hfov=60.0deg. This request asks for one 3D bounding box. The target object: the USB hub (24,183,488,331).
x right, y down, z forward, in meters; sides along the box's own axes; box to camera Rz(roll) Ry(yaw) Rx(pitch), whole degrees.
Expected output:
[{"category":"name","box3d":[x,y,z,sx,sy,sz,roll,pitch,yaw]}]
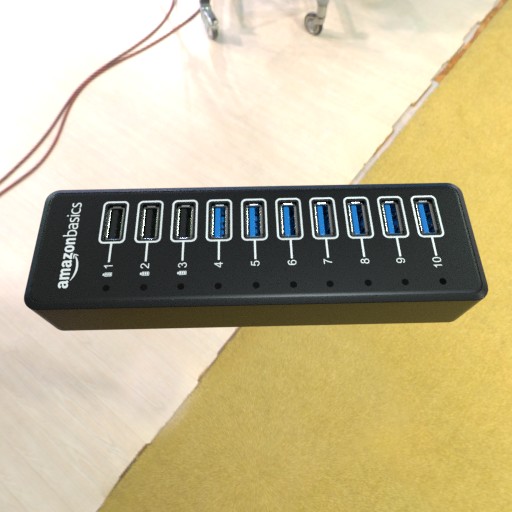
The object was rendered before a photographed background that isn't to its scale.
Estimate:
[{"category":"USB hub","box3d":[0.000,0.000,0.155,0.145,0.023,0.044,-1,64,-1]}]
